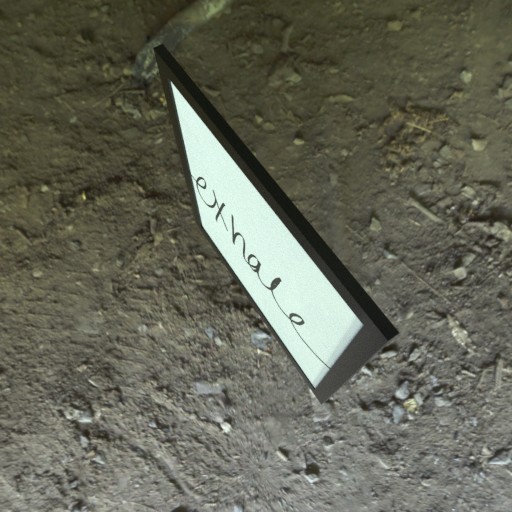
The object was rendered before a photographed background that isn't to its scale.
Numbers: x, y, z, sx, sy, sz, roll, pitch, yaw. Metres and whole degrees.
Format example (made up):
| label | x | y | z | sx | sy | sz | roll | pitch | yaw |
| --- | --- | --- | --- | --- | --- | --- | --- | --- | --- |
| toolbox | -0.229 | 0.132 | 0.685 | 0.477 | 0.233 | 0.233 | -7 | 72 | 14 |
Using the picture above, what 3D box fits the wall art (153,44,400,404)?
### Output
| label | x | y | z | sx | sy | sz | roll | pitch | yaw |
| --- | --- | --- | --- | --- | --- | --- | --- | --- | --- |
| wall art | 0.000 | 0.000 | 0.676 | 0.014 | 0.445 | 0.446 | -31 | 68 | -14 |
